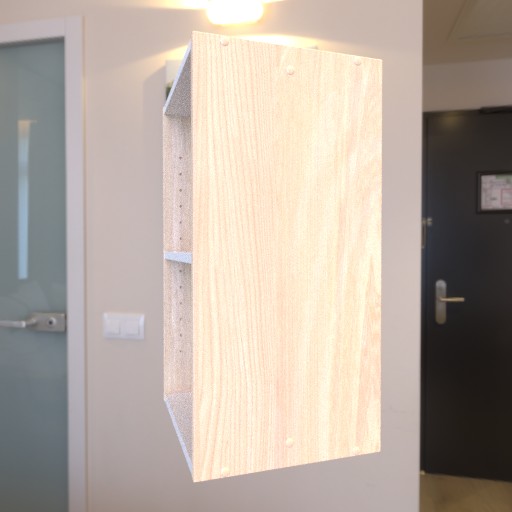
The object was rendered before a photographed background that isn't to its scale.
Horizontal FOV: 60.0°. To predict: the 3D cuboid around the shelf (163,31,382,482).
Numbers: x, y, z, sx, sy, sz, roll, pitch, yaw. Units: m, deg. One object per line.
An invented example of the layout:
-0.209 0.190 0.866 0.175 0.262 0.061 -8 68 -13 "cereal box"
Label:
0.000 0.000 0.798 0.290 0.600 0.350 0 1 -18 "shelf"
